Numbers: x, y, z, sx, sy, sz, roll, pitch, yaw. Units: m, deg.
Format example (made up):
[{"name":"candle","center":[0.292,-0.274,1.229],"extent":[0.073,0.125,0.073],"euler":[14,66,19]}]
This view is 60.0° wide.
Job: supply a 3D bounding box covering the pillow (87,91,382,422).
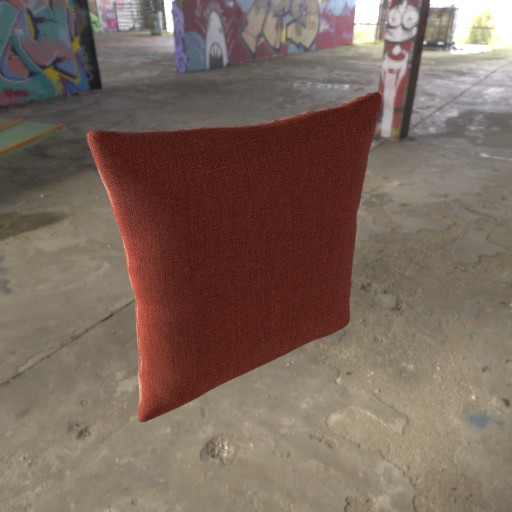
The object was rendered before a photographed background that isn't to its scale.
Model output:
[{"name":"pillow","center":[0.000,0.000,0.661],"extent":[0.429,0.434,0.159],"euler":[-19,36,-29]}]
